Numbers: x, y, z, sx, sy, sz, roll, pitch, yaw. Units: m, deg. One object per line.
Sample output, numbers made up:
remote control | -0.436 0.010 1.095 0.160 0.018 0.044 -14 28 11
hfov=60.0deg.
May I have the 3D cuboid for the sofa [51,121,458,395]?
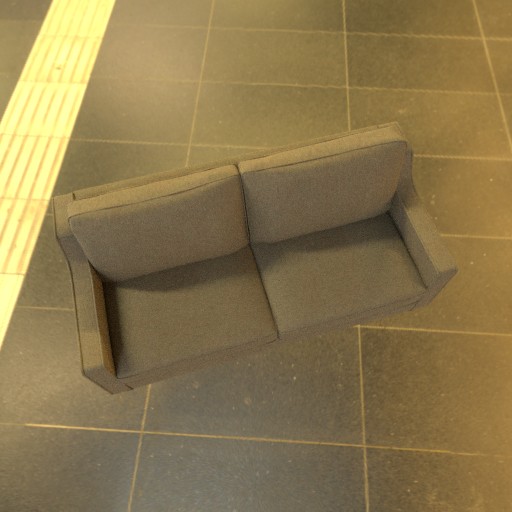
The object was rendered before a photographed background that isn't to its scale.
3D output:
sofa | 0.000 0.000 2.802 2.181 1.074 1.073 -14 64 -7
